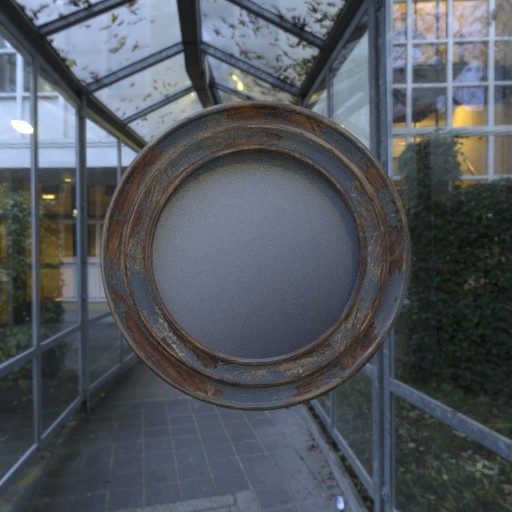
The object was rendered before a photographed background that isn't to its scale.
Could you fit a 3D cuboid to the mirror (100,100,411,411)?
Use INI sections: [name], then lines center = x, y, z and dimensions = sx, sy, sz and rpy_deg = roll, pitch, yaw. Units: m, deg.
[mirror]
center = 0.000, 0.000, 0.854
dimensions = 0.585, 0.585, 0.061
rpy_deg = 0, 1, -1
